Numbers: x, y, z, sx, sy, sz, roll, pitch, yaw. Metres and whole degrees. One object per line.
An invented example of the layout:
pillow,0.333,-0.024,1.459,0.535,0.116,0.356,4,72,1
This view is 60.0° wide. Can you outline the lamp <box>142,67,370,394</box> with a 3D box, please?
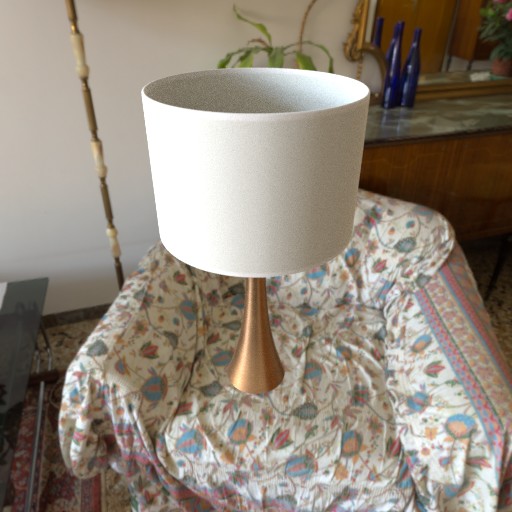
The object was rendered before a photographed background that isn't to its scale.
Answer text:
lamp,0.000,0.000,0.656,0.268,0.479,0.268,21,37,30
